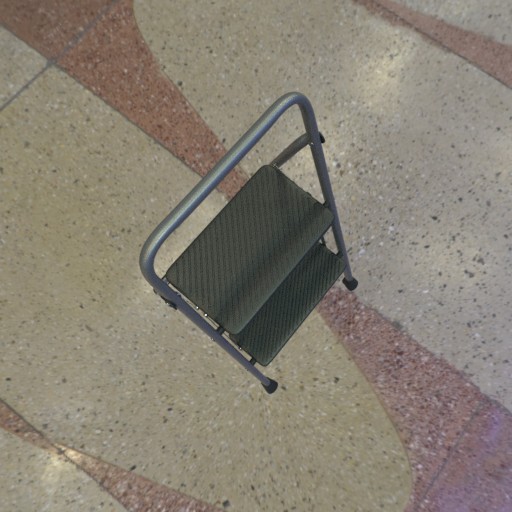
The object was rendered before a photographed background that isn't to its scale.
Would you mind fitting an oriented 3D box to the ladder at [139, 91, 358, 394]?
[{"bbox_3d":[0.000,0.000,1.007,0.472,0.720,0.430,39,78,10],"label":"ladder"}]
